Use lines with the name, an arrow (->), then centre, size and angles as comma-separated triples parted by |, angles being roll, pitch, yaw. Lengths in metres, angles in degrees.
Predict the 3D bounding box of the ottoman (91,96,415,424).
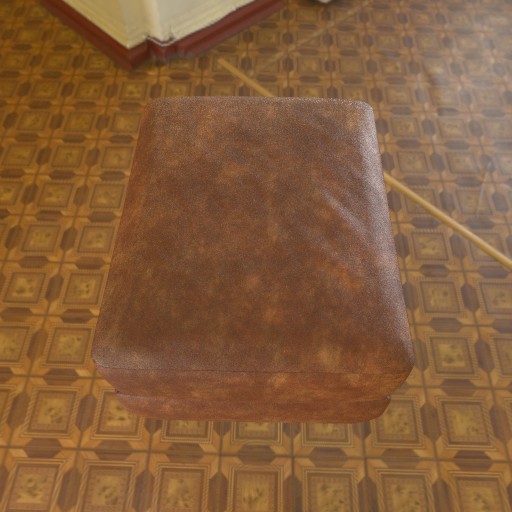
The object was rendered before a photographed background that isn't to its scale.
ottoman -> 0.000, 0.000, 1.116 | 0.603, 0.476, 0.751 | 1, 59, 1
